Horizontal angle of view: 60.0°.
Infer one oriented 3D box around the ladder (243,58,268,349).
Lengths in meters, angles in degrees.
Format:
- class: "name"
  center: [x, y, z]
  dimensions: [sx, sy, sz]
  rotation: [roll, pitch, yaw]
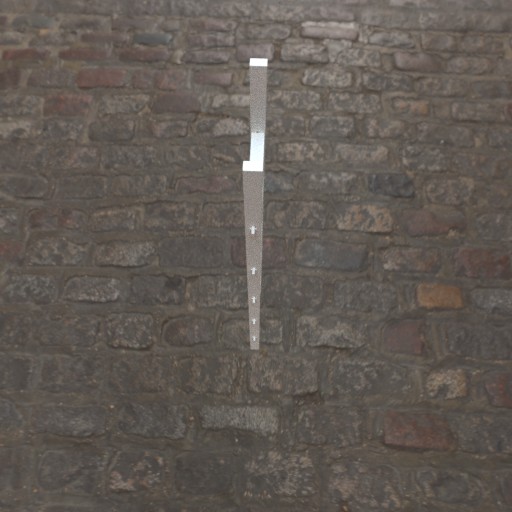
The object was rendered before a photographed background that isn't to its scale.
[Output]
- class: "ladder"
  center: [0.000, 0.000, 2.009]
  dimensions: [0.051, 1.797, 0.452]
  rotation: [2, 64, 1]
